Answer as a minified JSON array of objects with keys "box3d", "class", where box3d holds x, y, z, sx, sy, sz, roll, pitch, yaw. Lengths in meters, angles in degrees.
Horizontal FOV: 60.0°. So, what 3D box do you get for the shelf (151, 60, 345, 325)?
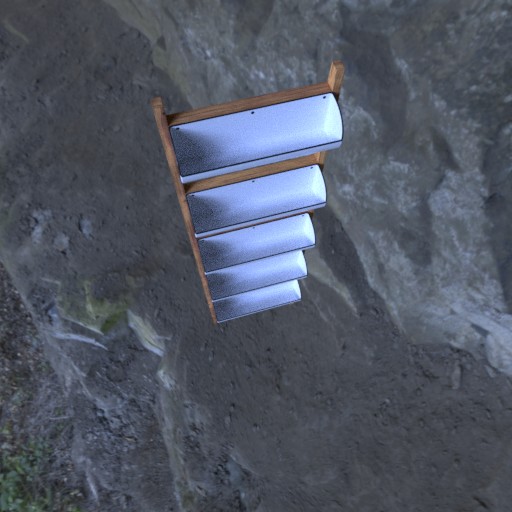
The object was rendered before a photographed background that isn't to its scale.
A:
[{"box3d":[0.000,0.000,1.710,0.454,1.600,0.141,-14,65,-7],"class":"shelf"}]
